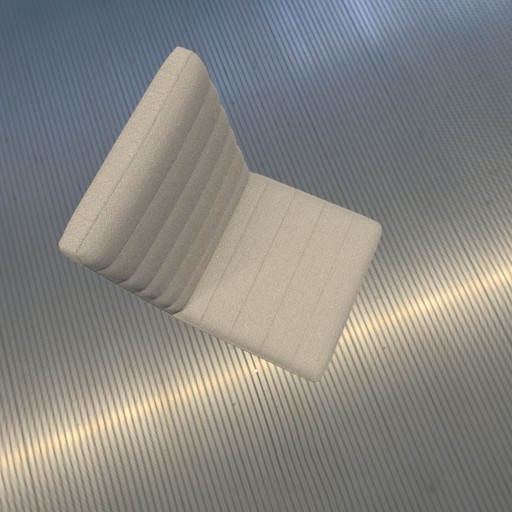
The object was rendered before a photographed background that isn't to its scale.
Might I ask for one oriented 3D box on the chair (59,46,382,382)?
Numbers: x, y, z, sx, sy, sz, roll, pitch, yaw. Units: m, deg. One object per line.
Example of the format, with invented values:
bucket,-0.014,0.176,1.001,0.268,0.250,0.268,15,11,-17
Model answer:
chair,0.000,0.000,1.304,0.634,0.930,0.520,24,77,6
